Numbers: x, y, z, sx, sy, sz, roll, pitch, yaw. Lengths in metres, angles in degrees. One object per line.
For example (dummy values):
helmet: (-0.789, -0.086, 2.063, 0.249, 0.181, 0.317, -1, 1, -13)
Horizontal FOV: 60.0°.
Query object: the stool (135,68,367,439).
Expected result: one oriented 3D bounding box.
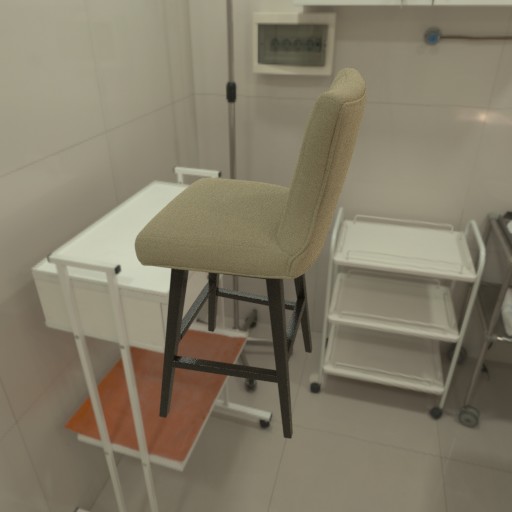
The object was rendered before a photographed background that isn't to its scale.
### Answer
stool: (0.000, 0.000, 1.426, 0.574, 1.086, 0.514, 7, 30, 13)
